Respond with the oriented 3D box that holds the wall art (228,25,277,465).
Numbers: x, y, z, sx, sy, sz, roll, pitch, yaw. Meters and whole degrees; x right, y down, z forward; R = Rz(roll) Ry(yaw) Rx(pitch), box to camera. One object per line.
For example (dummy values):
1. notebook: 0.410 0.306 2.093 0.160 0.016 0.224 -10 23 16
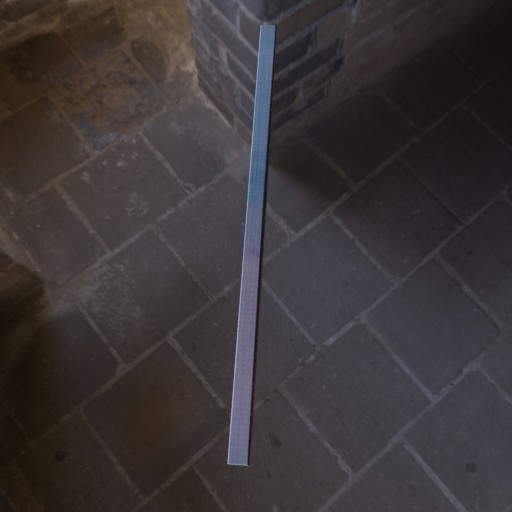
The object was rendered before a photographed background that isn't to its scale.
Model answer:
1. wall art: 0.000 0.000 1.162 0.037 0.605 0.911 4 74 1
